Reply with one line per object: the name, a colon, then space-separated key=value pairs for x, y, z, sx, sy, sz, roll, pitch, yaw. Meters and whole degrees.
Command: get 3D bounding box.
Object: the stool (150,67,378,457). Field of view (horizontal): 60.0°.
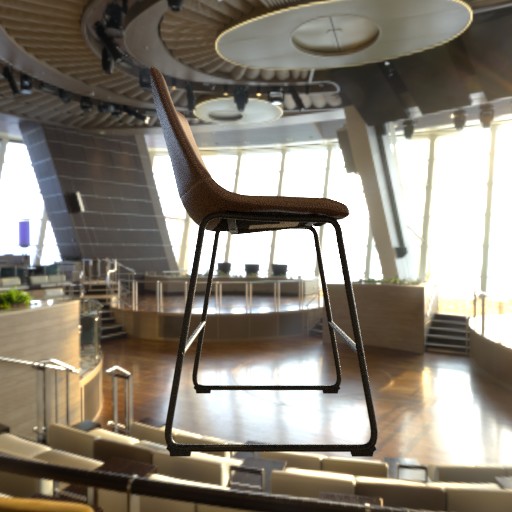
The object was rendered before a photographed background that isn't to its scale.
stool: x=0.000 y=0.000 z=1.213 sx=0.550 sy=0.890 sz=0.460 roll=0 pitch=1 yaw=0
